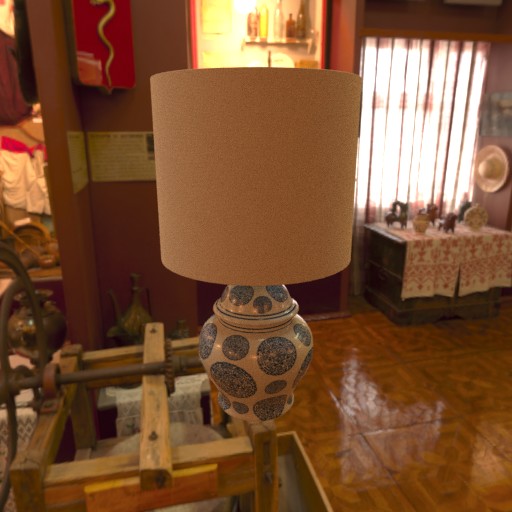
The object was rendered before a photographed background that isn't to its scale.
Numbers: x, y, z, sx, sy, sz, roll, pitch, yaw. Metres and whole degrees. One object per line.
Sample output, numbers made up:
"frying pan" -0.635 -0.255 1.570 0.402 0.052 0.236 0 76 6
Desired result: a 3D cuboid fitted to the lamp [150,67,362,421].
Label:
"lamp" 0.000 0.000 0.514 0.215 0.381 0.215 -3 16 -11
